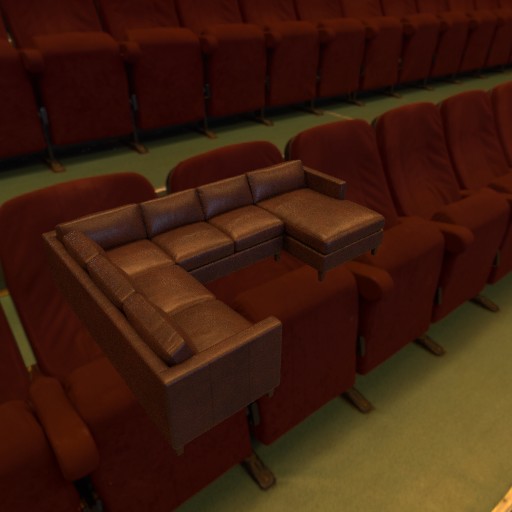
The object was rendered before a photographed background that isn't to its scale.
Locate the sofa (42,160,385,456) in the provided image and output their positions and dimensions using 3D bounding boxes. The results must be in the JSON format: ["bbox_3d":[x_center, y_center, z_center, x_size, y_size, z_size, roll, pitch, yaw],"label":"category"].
[{"bbox_3d":[0.000,0.000,4.461,3.324,0.891,2.452,-22,37,-32],"label":"sofa"}]
